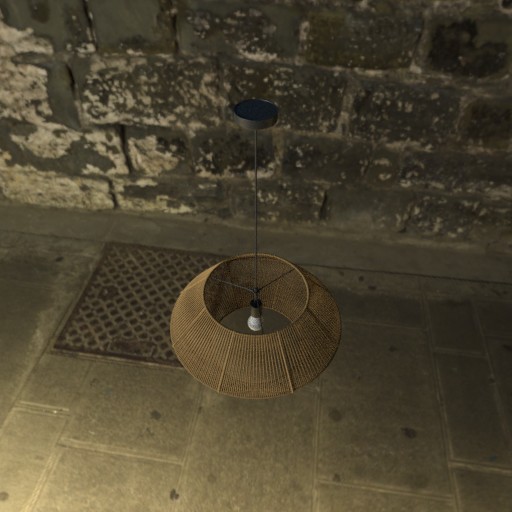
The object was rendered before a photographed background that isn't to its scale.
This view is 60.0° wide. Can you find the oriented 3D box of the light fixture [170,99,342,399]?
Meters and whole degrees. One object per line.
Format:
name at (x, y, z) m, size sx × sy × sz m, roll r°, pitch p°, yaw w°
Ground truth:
light fixture at (0.000, 0.000, 1.419) m, size 0.643 × 1.009 × 0.643 m, roll 0°, pitch 46°, yaw 0°
